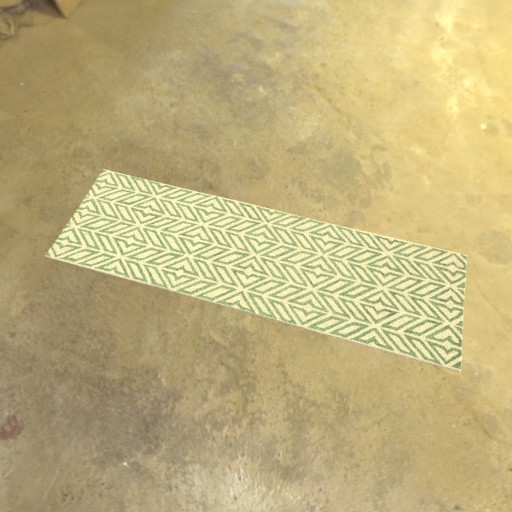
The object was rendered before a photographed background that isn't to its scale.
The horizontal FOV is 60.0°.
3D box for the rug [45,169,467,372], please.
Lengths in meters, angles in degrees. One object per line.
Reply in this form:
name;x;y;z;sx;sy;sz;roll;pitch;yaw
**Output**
rug;0.000;0.000;2.672;2.435;0.009;0.750;14;58;9
